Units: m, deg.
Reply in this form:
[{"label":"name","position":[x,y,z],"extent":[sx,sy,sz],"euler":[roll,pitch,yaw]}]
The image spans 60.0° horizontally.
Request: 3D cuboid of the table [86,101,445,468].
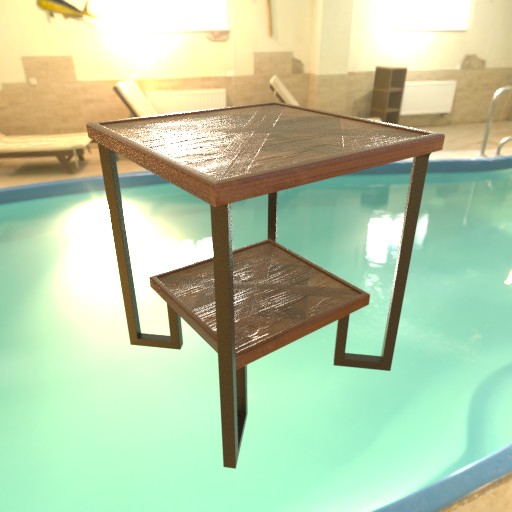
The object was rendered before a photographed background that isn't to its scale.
[{"label":"table","position":[0.000,0.000,0.997],"extent":[0.503,0.563,0.503],"euler":[-19,33,-32]}]
